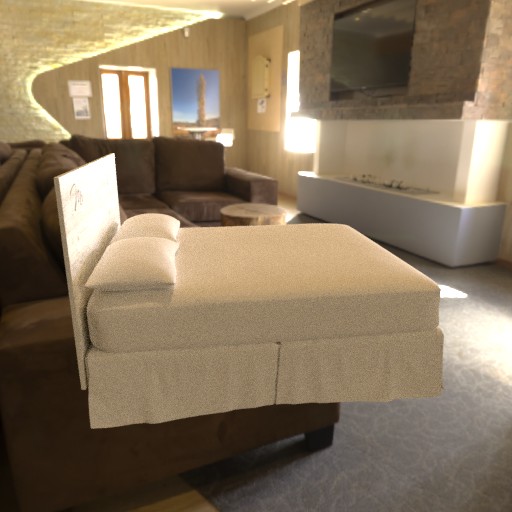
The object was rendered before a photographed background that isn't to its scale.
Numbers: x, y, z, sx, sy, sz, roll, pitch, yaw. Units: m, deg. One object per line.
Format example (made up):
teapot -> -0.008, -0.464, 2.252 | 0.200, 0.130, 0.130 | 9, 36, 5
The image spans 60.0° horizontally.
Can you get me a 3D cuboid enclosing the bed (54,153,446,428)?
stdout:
bed -> 0.000, 0.000, 3.134 | 2.094, 1.335, 1.745 | -2, 17, -8
